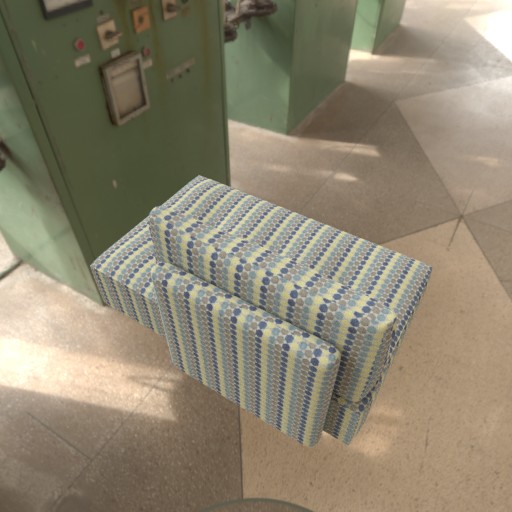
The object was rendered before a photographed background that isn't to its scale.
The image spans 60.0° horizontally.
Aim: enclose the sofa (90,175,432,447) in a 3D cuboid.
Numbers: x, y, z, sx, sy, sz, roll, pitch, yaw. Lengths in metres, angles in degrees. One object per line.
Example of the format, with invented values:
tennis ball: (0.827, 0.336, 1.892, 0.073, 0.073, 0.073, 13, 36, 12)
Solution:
sofa: (0.000, 0.000, 2.051, 1.450, 0.820, 1.000, 24, 50, 22)
